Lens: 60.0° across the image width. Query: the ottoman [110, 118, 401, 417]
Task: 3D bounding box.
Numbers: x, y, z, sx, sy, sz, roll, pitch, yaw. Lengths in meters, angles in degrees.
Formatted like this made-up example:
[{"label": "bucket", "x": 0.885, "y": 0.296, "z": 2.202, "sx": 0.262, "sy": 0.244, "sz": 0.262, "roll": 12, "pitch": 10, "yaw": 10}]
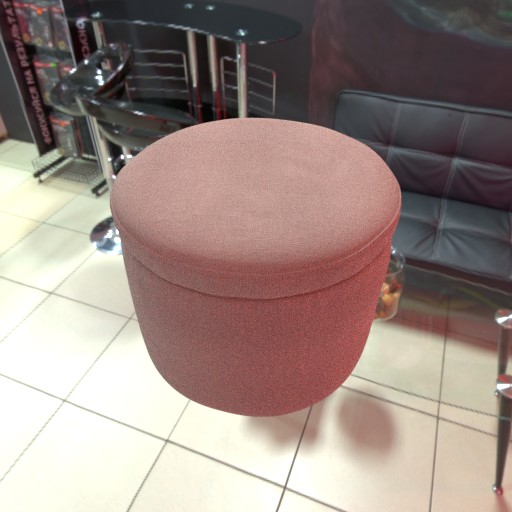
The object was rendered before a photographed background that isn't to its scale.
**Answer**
[{"label": "ottoman", "x": 0.000, "y": 0.000, "z": 0.879, "sx": 0.497, "sy": 0.409, "sz": 0.497, "roll": 0, "pitch": 40, "yaw": 0}]
